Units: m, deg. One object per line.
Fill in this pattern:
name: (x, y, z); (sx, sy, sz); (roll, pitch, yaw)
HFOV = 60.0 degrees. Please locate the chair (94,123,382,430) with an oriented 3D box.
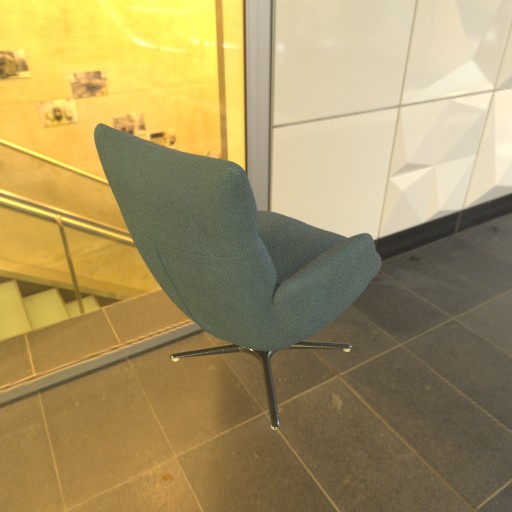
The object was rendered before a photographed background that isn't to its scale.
chair: (0.000, 0.000, 1.593); (0.711, 1.016, 0.889); (23, 38, 33)
